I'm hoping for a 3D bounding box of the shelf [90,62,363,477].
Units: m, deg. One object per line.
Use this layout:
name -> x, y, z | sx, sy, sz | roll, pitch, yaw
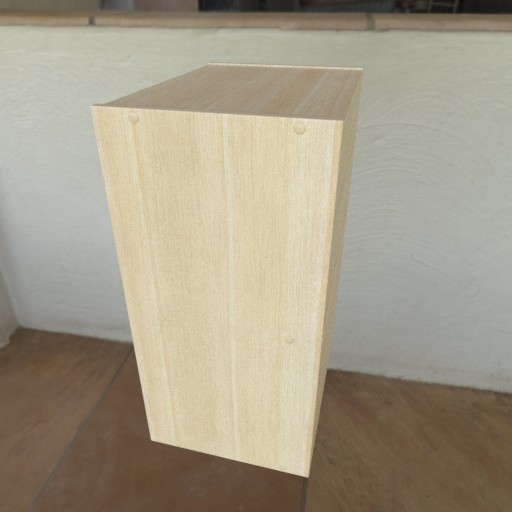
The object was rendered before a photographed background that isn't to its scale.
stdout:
shelf -> 0.000, 0.000, 0.801 | 0.290, 0.592, 0.414 | 7, 31, 13
